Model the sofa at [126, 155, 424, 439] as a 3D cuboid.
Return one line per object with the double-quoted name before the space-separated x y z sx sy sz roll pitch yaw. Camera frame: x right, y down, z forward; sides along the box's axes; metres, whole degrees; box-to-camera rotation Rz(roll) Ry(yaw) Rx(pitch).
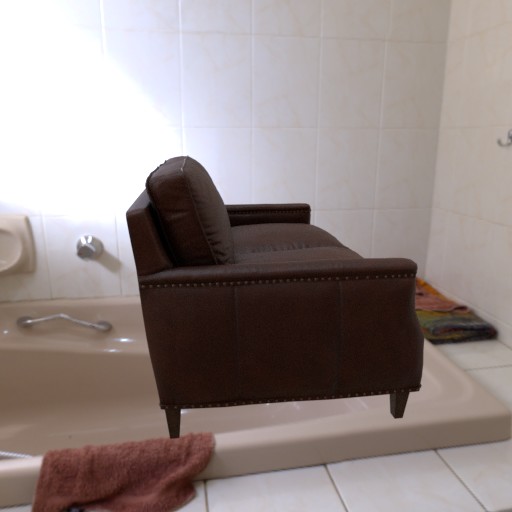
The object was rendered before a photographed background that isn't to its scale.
"sofa" 0.000 0.000 2.293 1.083 1.003 1.628 -2 15 -8
